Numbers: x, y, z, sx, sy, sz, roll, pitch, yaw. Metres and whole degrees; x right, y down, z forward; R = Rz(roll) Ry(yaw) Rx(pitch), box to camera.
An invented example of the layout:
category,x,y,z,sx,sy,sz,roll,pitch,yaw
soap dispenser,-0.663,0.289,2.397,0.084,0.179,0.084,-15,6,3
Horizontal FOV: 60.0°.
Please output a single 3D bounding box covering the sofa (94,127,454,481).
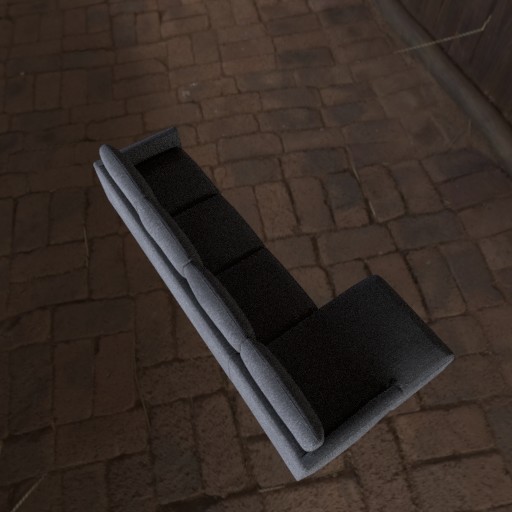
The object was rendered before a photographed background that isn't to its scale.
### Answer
category,x,y,z,sx,sy,sz,roll,pitch,yaw
sofa,0.000,0.000,3.465,1.350,0.810,2.932,-31,63,-18
